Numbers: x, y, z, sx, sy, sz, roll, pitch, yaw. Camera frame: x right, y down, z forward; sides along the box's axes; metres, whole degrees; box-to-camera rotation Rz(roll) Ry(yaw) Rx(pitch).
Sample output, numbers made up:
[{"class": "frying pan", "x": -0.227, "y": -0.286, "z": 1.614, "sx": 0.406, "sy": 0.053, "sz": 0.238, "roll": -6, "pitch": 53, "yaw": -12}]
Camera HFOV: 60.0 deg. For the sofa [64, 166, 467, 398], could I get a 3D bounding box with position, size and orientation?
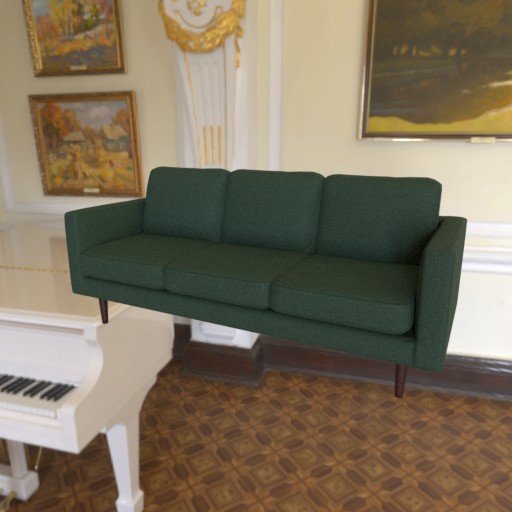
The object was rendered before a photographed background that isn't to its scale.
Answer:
[{"class": "sofa", "x": 0.000, "y": 0.000, "z": 2.439, "sx": 2.029, "sy": 0.899, "sz": 0.879, "roll": 8, "pitch": 17, "yaw": 26}]
